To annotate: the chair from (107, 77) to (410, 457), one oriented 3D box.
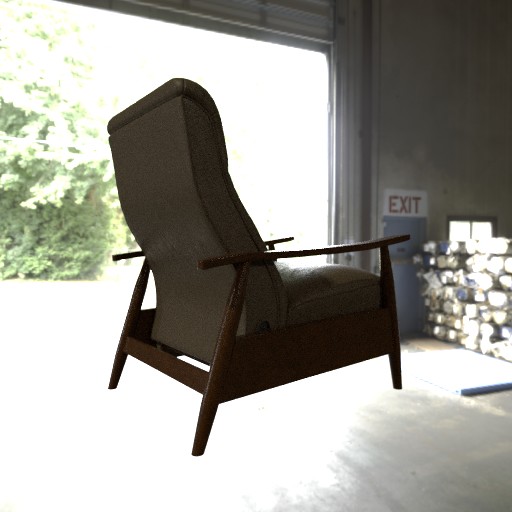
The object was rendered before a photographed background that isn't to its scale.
[{"bbox_3d":[0.000,0.000,1.799,1.014,1.082,0.762,-1,2,-37],"label":"chair"}]
